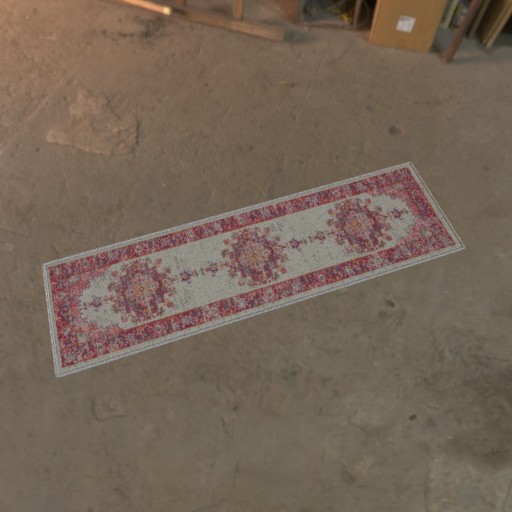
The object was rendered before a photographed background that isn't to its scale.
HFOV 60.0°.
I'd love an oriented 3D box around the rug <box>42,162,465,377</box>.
[{"bbox_3d":[0.000,0.000,2.492,2.294,0.011,0.666,-16,63,-9],"label":"rug"}]
